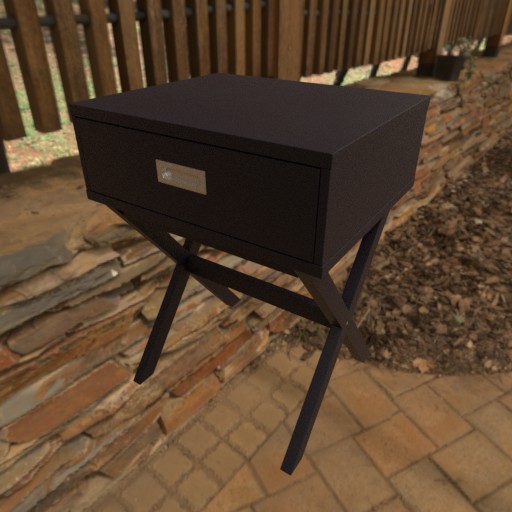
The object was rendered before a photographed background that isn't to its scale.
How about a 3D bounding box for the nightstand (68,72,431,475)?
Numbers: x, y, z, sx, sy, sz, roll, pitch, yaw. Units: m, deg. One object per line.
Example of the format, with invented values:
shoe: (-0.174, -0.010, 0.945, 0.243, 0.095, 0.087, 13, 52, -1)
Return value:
nightstand: (0.000, 0.000, 0.917, 0.479, 0.623, 0.402, 19, 35, 29)
